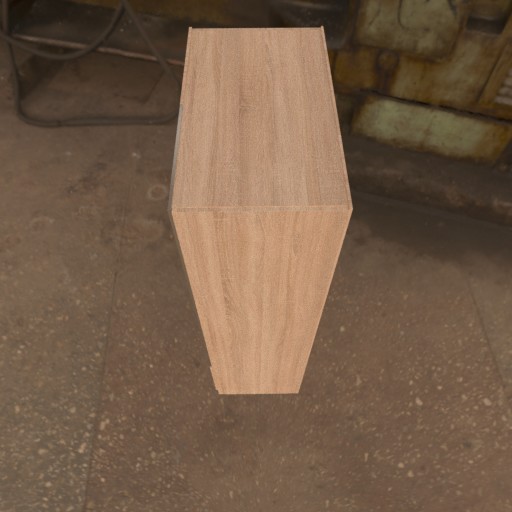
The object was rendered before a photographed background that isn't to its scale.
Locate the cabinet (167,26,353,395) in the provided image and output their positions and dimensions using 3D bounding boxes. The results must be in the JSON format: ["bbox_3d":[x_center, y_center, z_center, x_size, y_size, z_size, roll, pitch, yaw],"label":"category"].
[{"bbox_3d":[0.000,0.000,2.538,0.590,2.121,1.001,-1,58,0],"label":"cabinet"}]
